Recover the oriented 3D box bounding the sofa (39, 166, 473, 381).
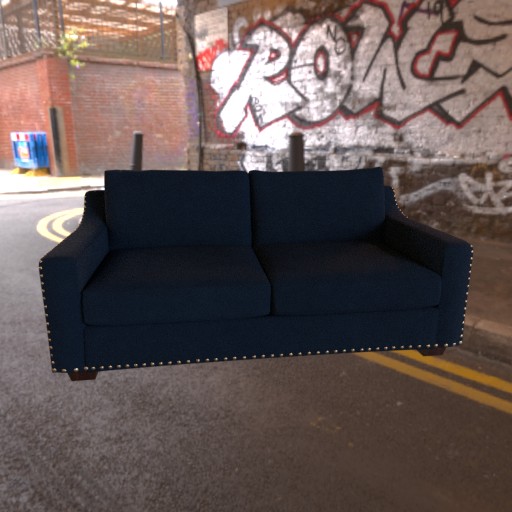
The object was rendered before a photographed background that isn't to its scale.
[{"bbox_3d":[0.000,0.000,2.629,2.107,0.983,1.104,-2,16,-8],"label":"sofa"}]
